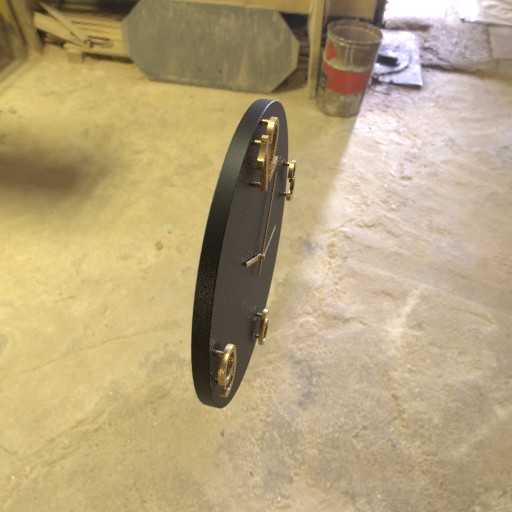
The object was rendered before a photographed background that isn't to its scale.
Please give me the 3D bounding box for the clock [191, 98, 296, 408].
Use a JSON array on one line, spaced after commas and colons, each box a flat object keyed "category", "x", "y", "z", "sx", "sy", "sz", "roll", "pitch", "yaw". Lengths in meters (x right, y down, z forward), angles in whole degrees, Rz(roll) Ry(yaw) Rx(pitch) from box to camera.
[{"category": "clock", "x": 0.000, "y": 0.000, "z": 0.680, "sx": 0.038, "sy": 0.454, "sz": 0.454, "roll": 11, "pitch": 48, "yaw": 10}]
